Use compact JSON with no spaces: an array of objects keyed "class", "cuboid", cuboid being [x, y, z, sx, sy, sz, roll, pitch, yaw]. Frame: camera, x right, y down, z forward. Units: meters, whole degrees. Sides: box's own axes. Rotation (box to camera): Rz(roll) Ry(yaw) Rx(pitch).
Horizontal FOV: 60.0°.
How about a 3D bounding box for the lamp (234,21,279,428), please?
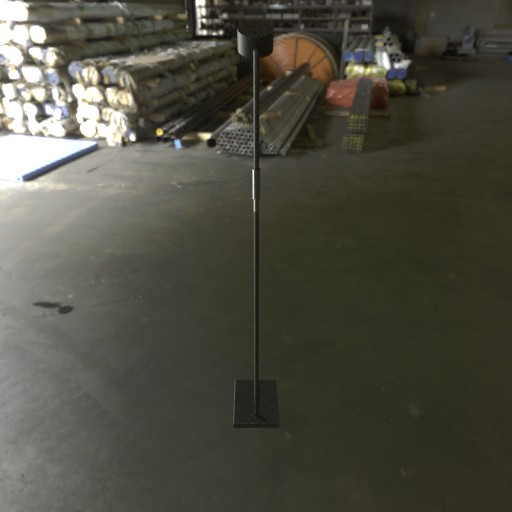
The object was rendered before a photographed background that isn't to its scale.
[{"class":"lamp","cuboid":[0.000,0.000,1.715,0.203,1.600,0.304,0,29,-1]}]
